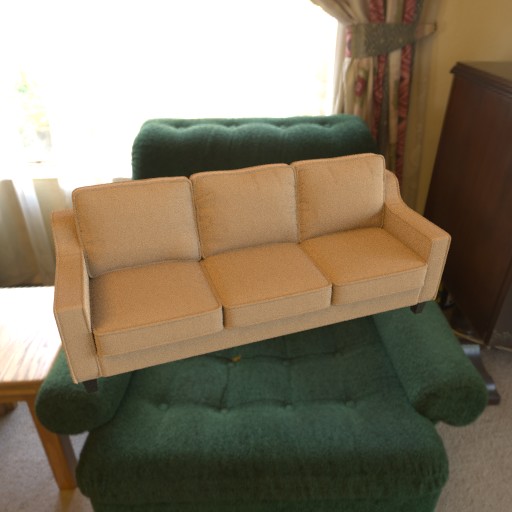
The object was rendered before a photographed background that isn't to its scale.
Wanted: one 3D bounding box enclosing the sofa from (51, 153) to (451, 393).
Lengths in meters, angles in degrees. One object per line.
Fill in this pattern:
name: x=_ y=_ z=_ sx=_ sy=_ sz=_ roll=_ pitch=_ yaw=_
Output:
sofa: x=0.000 y=0.000 z=2.587 sx=2.131 sy=0.902 sz=0.791 roll=-10 pitch=32 yaw=-16
